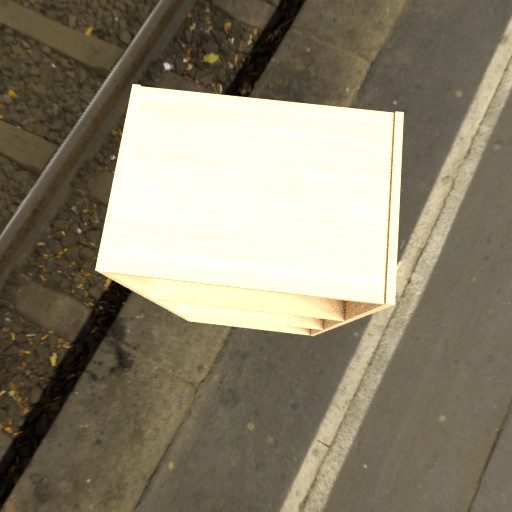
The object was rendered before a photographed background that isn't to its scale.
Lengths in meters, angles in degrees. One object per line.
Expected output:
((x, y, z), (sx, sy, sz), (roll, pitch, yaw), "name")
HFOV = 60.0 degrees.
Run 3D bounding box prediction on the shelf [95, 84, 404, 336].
((0.000, 0.000, 1.068), (0.417, 0.876, 0.292), (6, 77, 1), "shelf")
